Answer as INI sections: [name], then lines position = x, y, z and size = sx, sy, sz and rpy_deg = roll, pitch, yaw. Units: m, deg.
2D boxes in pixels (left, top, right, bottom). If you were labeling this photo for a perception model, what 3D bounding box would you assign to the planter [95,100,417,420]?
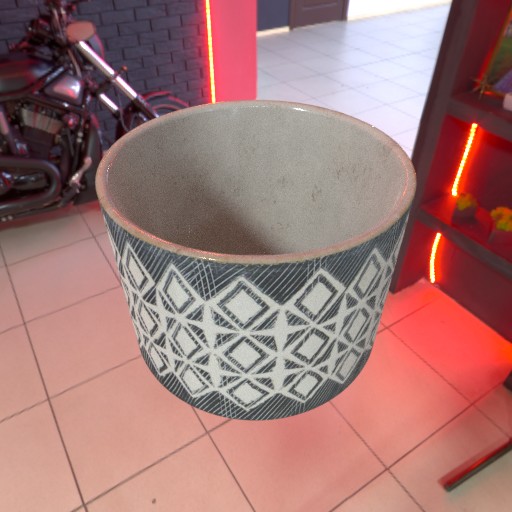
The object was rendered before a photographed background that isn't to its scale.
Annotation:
[planter]
position = 0.000, 0.000, 0.215
size = 0.126, 0.104, 0.126
rpy_deg = 0, 41, 0
